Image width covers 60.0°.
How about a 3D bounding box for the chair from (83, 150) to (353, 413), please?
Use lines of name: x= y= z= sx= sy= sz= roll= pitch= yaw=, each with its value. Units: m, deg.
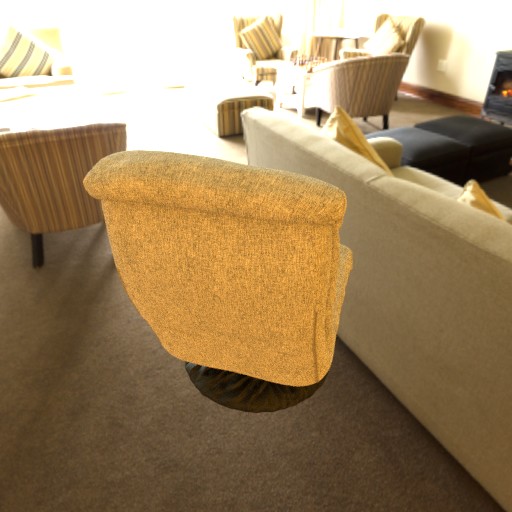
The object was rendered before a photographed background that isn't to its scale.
chair: x=0.000 y=0.000 z=0.980 sx=0.400 sy=0.600 sz=0.583 roll=9 pitch=34 yaw=14
